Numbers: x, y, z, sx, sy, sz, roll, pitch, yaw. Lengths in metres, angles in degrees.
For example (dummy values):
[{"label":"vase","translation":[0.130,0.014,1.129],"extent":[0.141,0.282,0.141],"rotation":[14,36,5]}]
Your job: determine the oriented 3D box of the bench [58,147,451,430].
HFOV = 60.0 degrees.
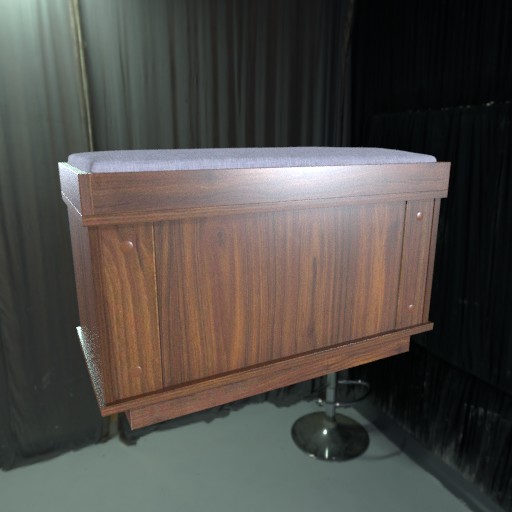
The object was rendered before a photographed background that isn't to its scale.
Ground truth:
[{"label":"bench","translation":[0.000,0.000,0.974],"extent":[0.734,0.461,0.362],"rotation":[-7,16,-26]}]
